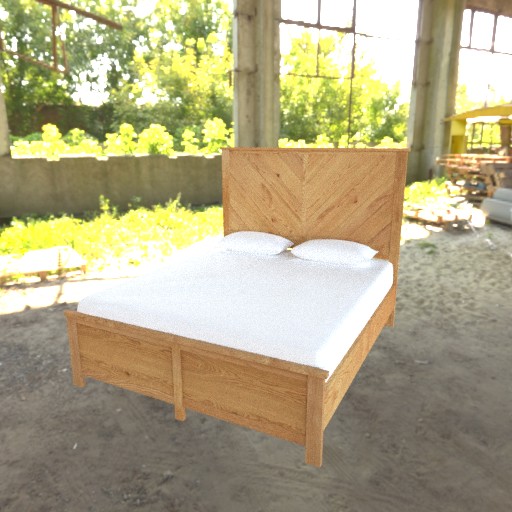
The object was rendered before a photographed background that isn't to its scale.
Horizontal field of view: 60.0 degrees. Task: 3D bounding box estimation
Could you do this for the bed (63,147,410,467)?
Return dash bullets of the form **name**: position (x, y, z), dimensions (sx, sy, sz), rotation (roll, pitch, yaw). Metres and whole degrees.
- **bed**: position (0.000, 0.000, 4.125), dimensions (2.225, 1.938, 2.530), rotation (7, 16, 26)
